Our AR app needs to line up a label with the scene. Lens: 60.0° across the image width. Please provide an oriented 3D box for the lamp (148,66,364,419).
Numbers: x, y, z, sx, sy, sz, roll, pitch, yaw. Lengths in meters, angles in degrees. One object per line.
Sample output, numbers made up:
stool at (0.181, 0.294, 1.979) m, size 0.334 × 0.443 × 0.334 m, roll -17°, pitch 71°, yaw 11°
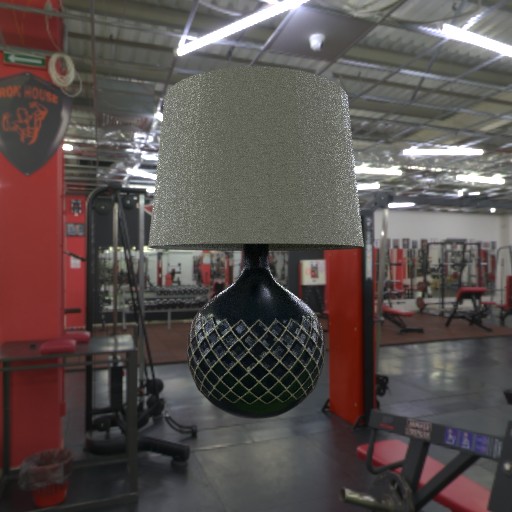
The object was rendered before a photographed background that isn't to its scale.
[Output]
lamp at (0.000, 0.000, 0.795) m, size 0.376 × 0.540 × 0.376 m, roll 0°, pitch -1°, yaw 0°
